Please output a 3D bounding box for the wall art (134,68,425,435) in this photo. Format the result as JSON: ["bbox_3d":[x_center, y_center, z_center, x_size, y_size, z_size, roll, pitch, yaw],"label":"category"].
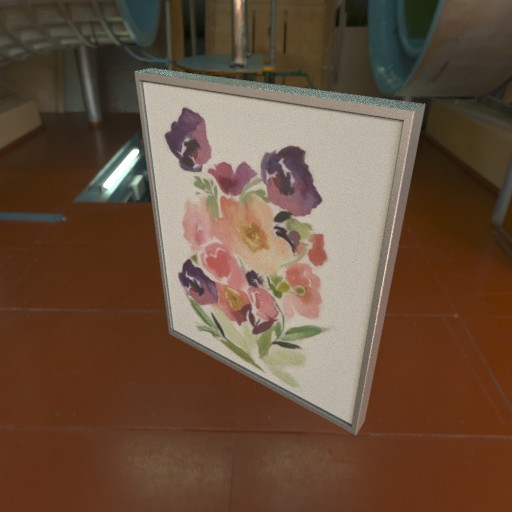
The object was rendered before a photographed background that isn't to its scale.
[{"bbox_3d":[0.000,0.000,0.751,0.452,0.549,0.038,20,37,30],"label":"wall art"}]
